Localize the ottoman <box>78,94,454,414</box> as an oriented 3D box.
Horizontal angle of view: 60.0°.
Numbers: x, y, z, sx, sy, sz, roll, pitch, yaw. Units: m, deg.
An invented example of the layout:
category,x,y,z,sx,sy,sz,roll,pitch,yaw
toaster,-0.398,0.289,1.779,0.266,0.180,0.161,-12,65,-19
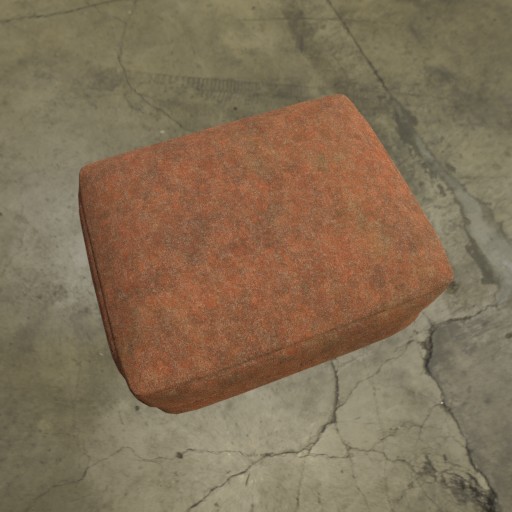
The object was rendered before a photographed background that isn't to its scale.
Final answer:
category,x,y,z,sx,sy,sz,roll,pitch,yaw
ottoman,0.000,0.000,1.193,0.787,0.508,0.635,-18,66,-8
